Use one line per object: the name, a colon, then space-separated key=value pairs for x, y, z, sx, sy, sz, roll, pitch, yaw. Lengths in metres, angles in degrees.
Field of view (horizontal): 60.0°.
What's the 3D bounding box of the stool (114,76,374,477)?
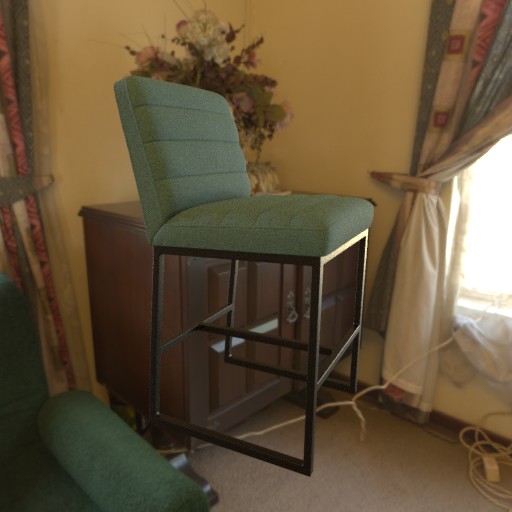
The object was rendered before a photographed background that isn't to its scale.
stool: x=0.000 y=0.000 z=1.252 sx=0.560 sy=0.940 sz=0.460 roll=7 pitch=15 yaw=26
